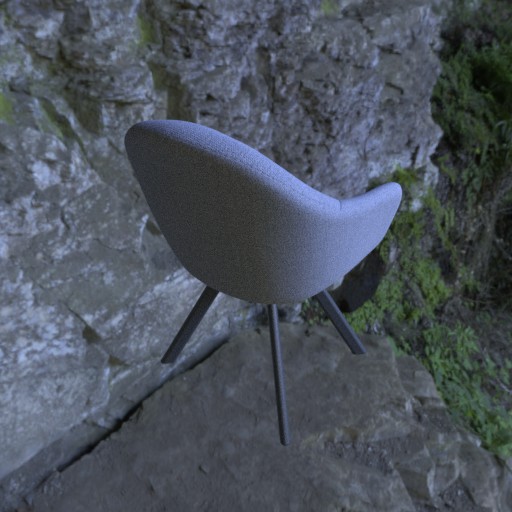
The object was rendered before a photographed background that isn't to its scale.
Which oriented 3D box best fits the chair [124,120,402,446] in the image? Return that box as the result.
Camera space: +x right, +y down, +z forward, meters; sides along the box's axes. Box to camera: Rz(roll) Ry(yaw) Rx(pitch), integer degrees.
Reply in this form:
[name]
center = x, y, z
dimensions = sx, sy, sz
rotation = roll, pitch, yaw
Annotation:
[chair]
center = 0.000, 0.000, 1.189
dimensions = 0.590, 0.795, 0.550
rotation = 22, 38, 32
